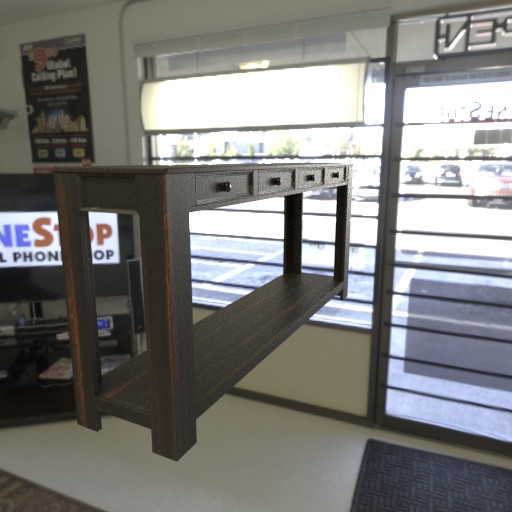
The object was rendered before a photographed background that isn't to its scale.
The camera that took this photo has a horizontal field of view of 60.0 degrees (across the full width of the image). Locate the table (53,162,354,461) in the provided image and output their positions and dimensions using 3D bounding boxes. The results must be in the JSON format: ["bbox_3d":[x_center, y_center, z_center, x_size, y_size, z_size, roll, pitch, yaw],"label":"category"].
[{"bbox_3d":[0.000,0.000,1.878,0.384,0.762,1.631,6,14,26],"label":"table"}]
